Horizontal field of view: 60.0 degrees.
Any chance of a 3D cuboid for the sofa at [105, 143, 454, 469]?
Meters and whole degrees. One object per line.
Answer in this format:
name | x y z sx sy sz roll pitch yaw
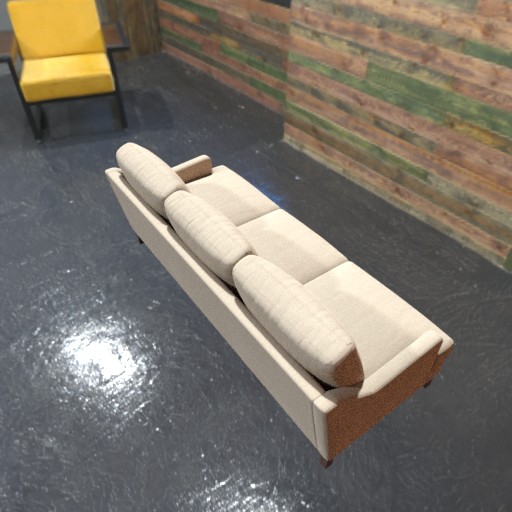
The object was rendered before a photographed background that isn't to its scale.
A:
sofa | 0.000 0.000 2.826 1.000 0.913 2.321 -26 48 -26
